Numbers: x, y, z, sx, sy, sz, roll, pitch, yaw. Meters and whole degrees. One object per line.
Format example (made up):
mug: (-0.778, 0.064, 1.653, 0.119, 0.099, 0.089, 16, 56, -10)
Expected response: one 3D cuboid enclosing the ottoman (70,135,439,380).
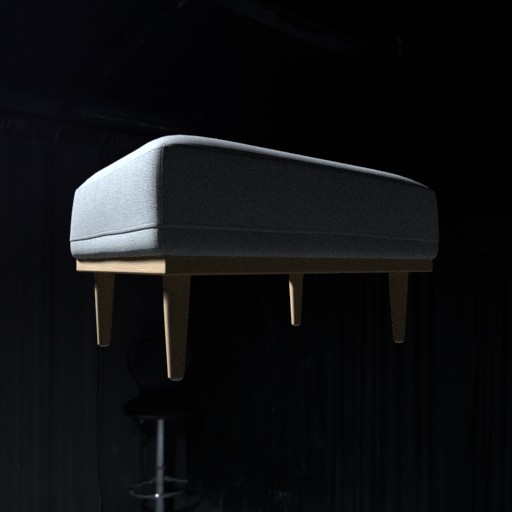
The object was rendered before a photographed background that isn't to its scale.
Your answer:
ottoman: (0.000, 0.000, 1.080, 0.749, 0.428, 0.549, 1, -1, -36)
